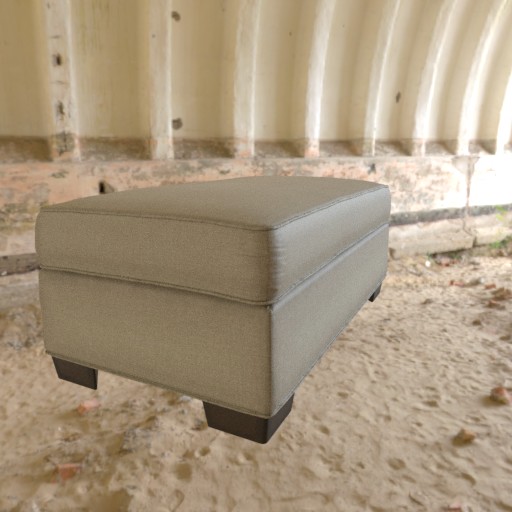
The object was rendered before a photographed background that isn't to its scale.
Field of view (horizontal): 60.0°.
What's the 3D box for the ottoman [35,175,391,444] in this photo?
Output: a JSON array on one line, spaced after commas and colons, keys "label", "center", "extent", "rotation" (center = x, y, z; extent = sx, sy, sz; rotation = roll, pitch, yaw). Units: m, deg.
[{"label": "ottoman", "center": [0.000, 0.000, 1.376], "extent": [0.617, 0.461, 1.097], "rotation": [7, 15, 26]}]
